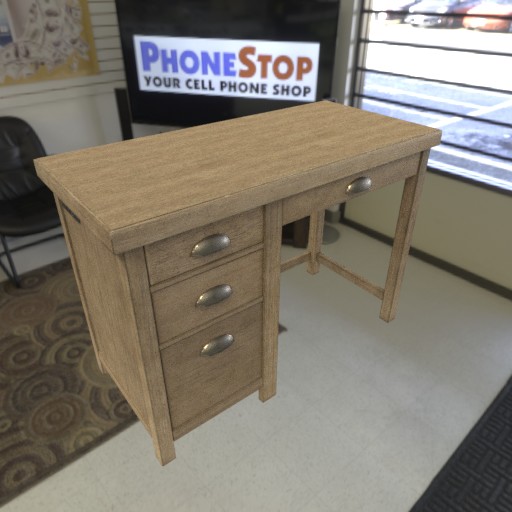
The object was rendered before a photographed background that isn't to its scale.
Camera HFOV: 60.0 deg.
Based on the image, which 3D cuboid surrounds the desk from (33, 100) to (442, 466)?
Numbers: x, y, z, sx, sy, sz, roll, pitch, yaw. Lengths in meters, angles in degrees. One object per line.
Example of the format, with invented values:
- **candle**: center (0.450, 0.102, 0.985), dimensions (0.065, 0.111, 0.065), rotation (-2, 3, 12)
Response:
- **desk**: center (0.000, 0.000, 1.753), dimensions (1.289, 0.912, 0.610), rotation (-22, 38, -31)
